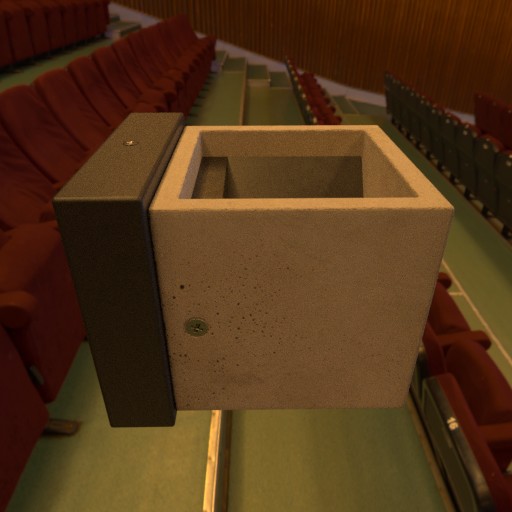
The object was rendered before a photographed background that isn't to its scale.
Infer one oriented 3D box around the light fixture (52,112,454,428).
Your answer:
[{"bbox_3d":[0.000,0.000,0.235,0.143,0.121,0.121,0,31,-1],"label":"light fixture"}]
